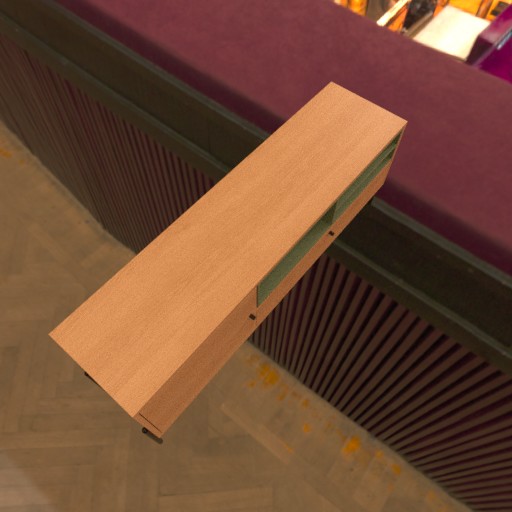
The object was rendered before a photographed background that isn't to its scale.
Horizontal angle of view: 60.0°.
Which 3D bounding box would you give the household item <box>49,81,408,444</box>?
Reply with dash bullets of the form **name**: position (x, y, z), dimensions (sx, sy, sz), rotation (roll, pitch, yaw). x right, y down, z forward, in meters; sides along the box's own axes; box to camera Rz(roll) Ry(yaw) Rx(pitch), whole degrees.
- **household item**: position (0.000, 0.000, 1.842), dimensions (0.400, 0.600, 1.550), rotation (36, 66, 19)
